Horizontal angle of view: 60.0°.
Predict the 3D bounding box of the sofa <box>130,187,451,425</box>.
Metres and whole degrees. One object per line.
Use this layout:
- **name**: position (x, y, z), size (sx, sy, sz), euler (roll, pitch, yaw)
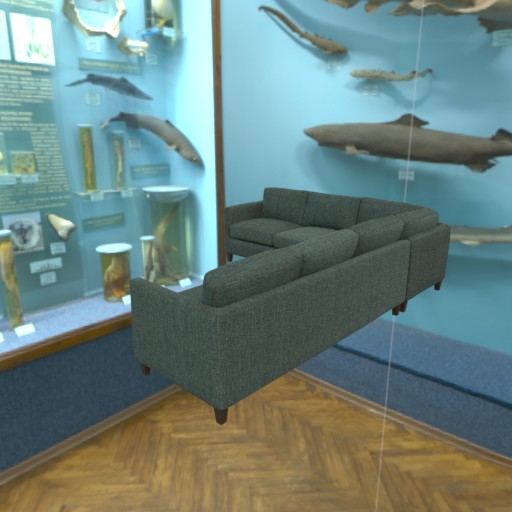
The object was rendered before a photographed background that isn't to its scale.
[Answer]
- **sofa**: position (0.000, 0.000, 4.416), size (2.593, 0.947, 3.302), euler (15, 22, 42)
